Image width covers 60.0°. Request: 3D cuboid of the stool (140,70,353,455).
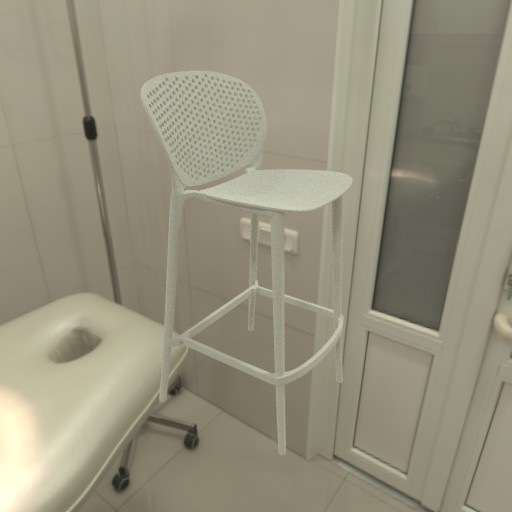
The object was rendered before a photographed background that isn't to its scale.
[{"bbox_3d":[0.000,0.000,1.383,0.535,1.045,0.536,18,32,32],"label":"stool"}]
